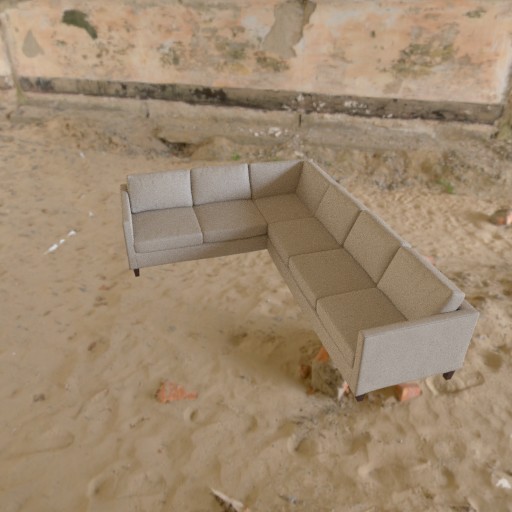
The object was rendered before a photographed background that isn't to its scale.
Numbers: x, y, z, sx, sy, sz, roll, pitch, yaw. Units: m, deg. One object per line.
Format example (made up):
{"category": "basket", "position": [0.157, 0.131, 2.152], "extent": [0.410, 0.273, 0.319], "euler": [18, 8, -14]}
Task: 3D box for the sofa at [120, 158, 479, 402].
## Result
{"category": "sofa", "position": [0.000, 0.000, 4.296], "extent": [2.432, 0.863, 3.182], "euler": [-9, 33, -14]}
